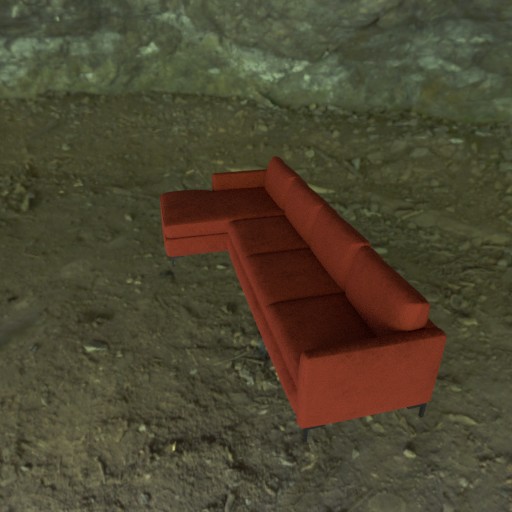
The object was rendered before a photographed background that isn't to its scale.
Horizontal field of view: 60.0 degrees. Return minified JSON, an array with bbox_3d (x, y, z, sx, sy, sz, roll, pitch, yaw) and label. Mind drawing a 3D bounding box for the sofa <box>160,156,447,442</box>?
[{"bbox_3d":[0.000,0.000,2.924,1.136,0.663,2.467,-7,30,-12],"label":"sofa"}]
